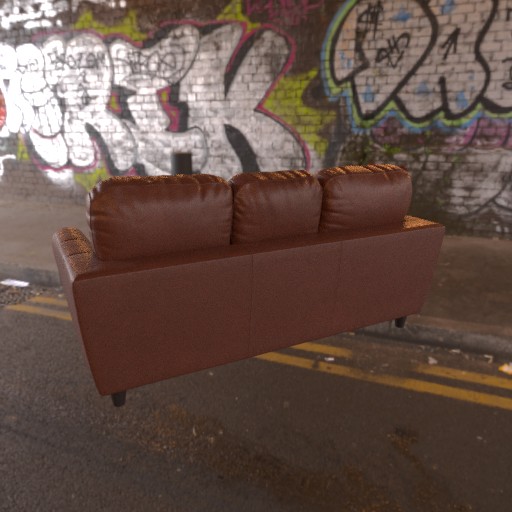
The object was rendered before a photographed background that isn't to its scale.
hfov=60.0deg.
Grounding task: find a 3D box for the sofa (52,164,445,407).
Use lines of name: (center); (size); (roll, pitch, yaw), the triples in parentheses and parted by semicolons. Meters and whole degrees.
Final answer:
sofa: (0.000, 0.000, 2.293); (1.862, 0.915, 0.802); (-9, 18, -27)
